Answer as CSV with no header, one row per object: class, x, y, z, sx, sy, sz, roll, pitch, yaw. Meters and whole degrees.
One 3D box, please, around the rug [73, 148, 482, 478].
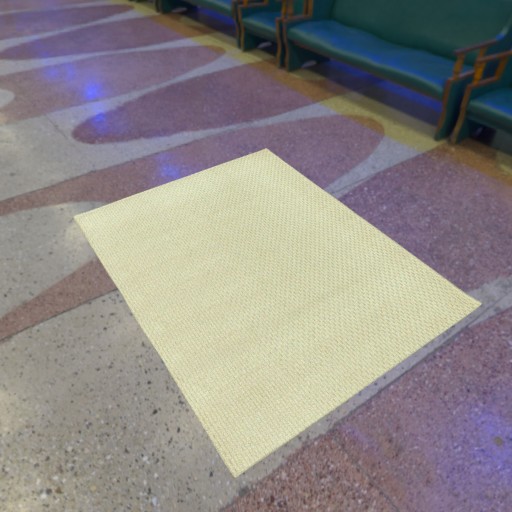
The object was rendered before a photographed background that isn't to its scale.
rug,0.000,0.000,3.840,2.277,0.035,2.897,-25,49,-24
